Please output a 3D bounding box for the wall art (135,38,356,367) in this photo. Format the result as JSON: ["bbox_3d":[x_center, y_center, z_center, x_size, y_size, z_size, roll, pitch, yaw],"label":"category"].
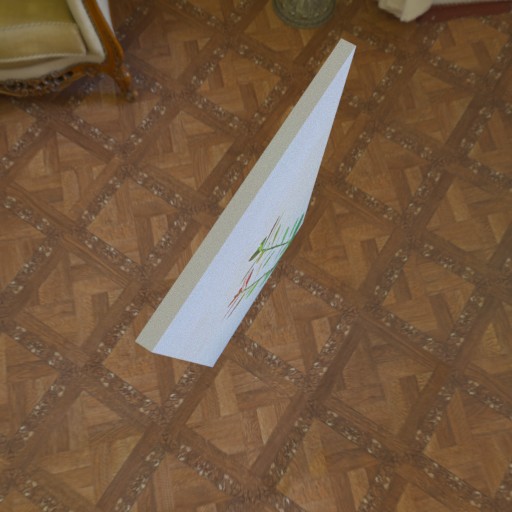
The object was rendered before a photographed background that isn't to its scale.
[{"bbox_3d":[0.000,0.000,1.427,0.038,1.143,0.764,31,77,8],"label":"wall art"}]
